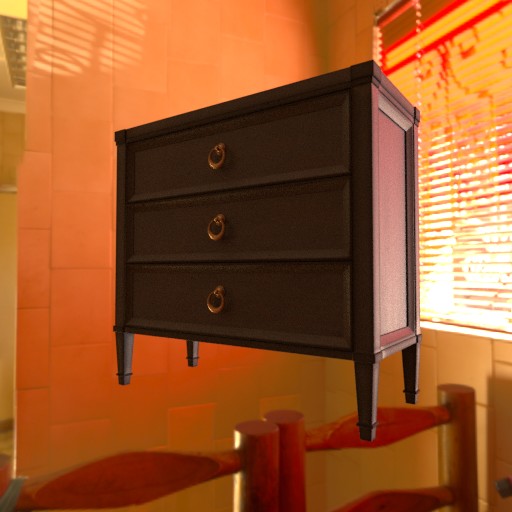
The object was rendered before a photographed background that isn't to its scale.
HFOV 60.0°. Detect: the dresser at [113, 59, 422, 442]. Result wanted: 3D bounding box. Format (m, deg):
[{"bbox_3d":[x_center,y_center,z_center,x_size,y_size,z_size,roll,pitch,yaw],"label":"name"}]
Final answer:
[{"bbox_3d":[0.000,0.000,1.612,1.049,0.986,0.463,-1,-2,35],"label":"dresser"}]
